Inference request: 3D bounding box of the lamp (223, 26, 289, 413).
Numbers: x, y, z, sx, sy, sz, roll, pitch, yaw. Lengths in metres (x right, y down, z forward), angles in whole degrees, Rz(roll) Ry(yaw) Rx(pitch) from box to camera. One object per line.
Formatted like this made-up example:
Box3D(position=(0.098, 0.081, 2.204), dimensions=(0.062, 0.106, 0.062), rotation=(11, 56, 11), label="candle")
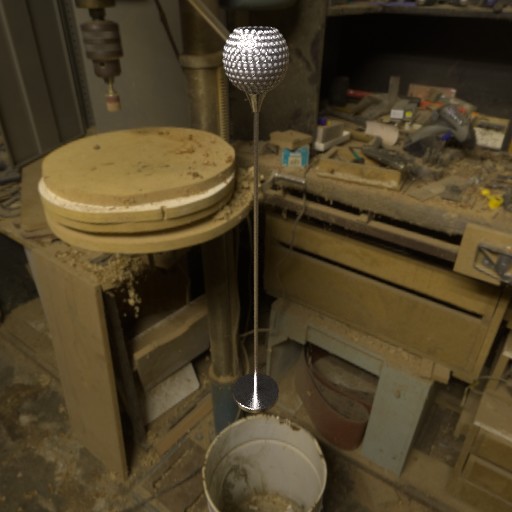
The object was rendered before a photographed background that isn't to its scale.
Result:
Box3D(position=(0.000, 0.000, 1.965), dimensions=(0.254, 1.805, 0.254), rotation=(0, 32, 0), label="lamp")
